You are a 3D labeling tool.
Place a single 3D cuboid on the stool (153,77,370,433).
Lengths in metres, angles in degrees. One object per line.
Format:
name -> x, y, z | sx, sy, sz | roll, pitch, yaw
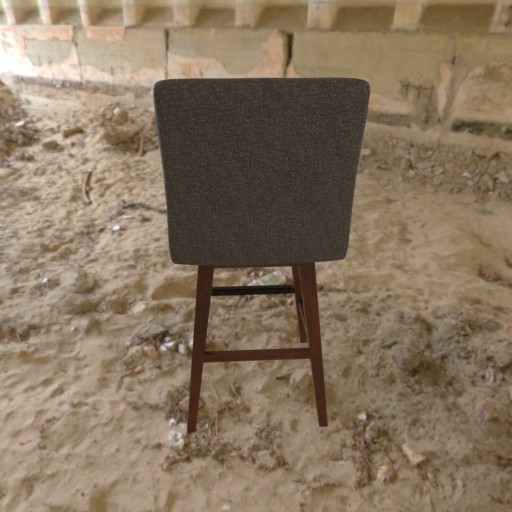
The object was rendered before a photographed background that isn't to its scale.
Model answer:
stool -> 0.000, 0.000, 1.355 | 0.489, 1.068, 0.572 | -1, 28, -3
